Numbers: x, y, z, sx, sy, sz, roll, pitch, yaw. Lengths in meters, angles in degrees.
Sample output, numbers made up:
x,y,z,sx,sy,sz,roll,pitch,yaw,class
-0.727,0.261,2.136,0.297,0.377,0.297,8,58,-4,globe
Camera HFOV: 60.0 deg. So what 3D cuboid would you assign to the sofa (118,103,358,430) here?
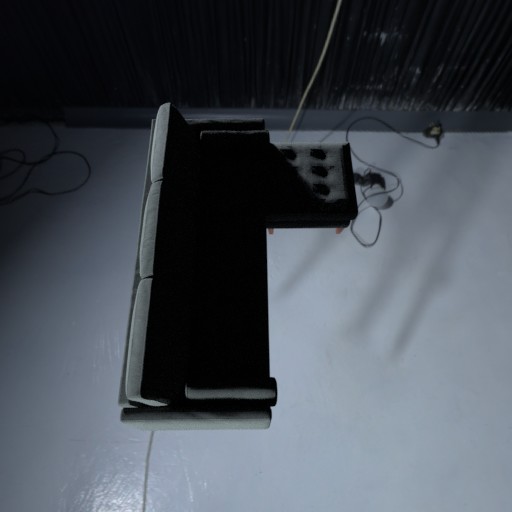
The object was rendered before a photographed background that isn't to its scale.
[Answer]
x,y,z,sx,sy,sz,roll,pitch,yaw,class
0.000,0.000,3.029,1.506,0.876,2.178,0,64,0,sofa
